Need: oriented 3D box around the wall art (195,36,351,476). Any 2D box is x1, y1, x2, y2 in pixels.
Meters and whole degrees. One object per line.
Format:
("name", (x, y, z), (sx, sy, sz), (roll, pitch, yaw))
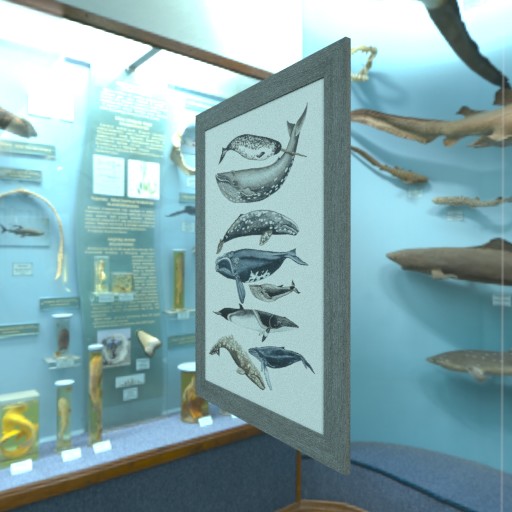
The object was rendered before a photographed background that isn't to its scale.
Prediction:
("wall art", (0.000, 0.000, 1.396), (0.020, 1.070, 0.768), (0, 0, -36))
